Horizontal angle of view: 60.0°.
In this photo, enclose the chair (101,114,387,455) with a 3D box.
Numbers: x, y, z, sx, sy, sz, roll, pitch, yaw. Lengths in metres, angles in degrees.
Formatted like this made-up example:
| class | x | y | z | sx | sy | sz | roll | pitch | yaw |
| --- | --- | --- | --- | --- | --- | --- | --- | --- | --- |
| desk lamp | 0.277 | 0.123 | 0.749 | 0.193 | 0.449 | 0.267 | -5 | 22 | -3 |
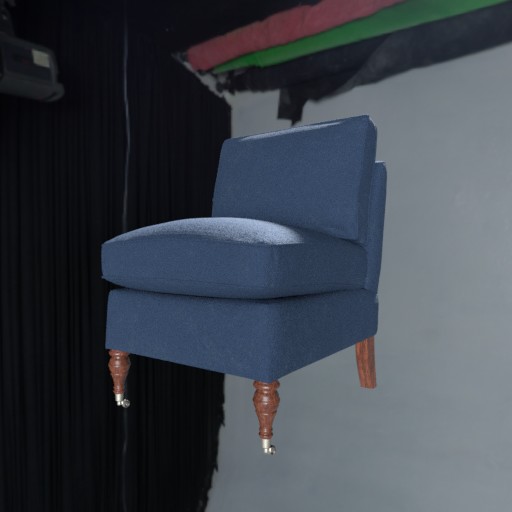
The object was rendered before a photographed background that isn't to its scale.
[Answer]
| class | x | y | z | sx | sy | sz | roll | pitch | yaw |
| --- | --- | --- | --- | --- | --- | --- | --- | --- | --- |
| chair | 0.000 | 0.000 | 1.656 | 0.724 | 1.052 | 0.912 | 1 | 2 | 35 |
